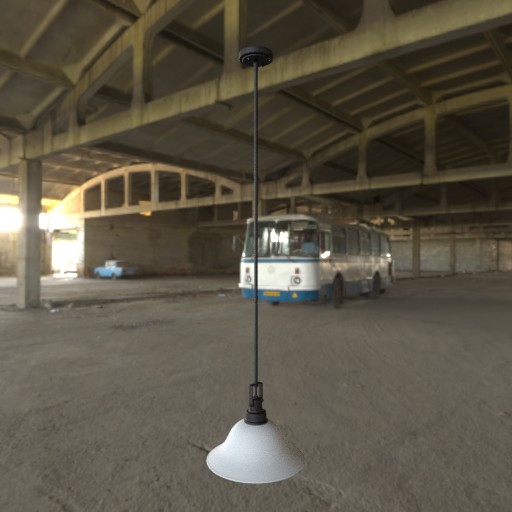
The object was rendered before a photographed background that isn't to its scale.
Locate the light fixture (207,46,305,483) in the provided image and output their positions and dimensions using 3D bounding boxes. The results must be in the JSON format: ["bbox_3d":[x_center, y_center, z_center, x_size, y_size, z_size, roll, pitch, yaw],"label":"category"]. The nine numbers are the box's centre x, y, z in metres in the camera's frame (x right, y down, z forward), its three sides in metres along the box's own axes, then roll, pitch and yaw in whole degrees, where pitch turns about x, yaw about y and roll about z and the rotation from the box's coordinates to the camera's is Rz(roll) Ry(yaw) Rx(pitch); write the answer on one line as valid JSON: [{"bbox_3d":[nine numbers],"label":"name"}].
[{"bbox_3d":[0.000,0.000,1.465,0.324,1.337,0.324,0,0,39],"label":"light fixture"}]
